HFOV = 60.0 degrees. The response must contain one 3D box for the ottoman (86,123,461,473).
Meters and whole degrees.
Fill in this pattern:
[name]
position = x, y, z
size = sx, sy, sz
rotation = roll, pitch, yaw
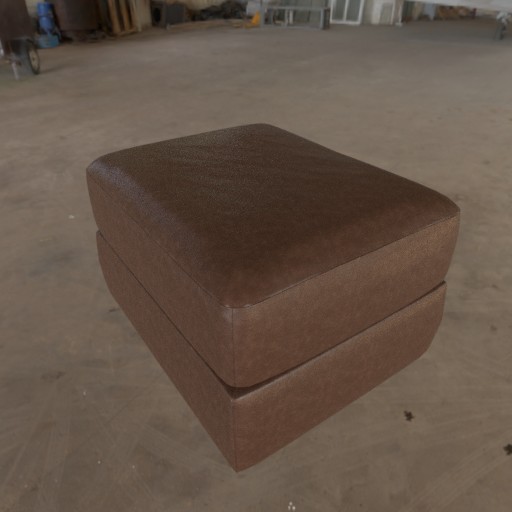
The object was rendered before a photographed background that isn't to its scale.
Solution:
[ottoman]
position = 0.000, 0.000, 1.118
size = 0.603, 0.476, 0.751
rotation = -21, 38, -29
